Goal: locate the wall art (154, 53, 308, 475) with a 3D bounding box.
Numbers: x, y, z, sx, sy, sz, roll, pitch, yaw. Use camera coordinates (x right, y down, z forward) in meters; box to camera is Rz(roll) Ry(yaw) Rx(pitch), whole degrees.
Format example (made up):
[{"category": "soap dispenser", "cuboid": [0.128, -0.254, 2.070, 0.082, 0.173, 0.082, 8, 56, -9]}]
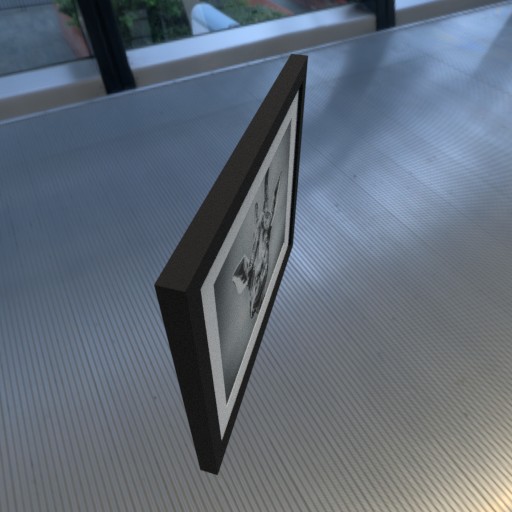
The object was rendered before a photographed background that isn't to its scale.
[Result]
[{"category": "wall art", "cuboid": [0.000, 0.000, 0.746, 0.031, 0.457, 0.558, 11, 46, 11]}]
